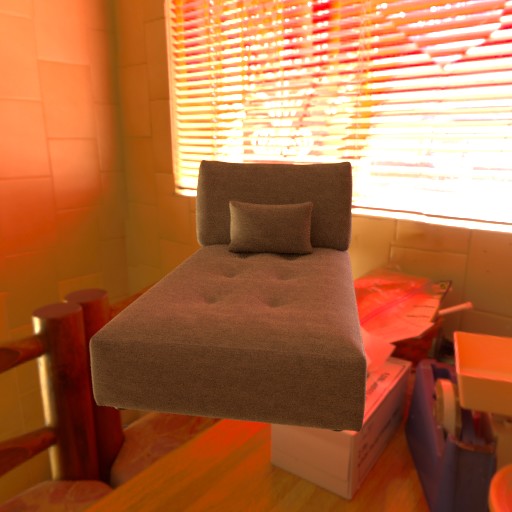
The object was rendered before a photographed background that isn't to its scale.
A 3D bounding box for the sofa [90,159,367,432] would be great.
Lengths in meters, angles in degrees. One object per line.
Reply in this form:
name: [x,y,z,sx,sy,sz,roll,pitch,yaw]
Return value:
sofa: [0.000,0.000,2.044,0.930,0.820,1.450,2,14,9]
